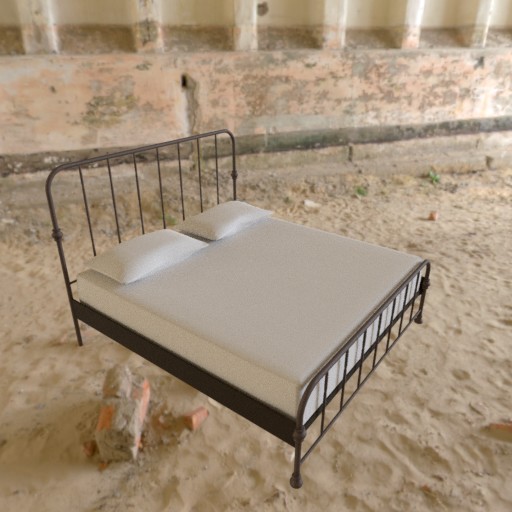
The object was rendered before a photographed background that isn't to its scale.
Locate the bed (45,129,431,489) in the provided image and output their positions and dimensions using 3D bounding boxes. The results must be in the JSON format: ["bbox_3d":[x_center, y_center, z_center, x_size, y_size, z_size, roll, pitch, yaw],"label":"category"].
[{"bbox_3d":[0.000,0.000,3.406,2.134,1.446,2.044,18,31,33],"label":"bed"}]
